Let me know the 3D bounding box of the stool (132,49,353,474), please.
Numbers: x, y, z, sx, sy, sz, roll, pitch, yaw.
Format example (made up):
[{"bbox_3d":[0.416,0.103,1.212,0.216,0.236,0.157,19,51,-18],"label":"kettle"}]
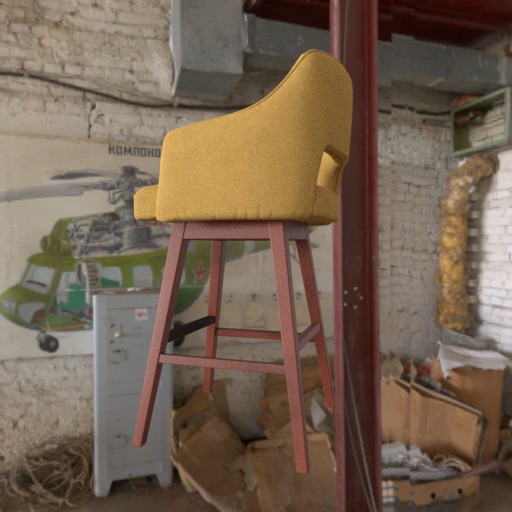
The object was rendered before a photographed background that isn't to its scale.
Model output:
[{"bbox_3d":[0.000,0.000,1.313,0.558,1.012,0.548,1,2,18],"label":"stool"}]
